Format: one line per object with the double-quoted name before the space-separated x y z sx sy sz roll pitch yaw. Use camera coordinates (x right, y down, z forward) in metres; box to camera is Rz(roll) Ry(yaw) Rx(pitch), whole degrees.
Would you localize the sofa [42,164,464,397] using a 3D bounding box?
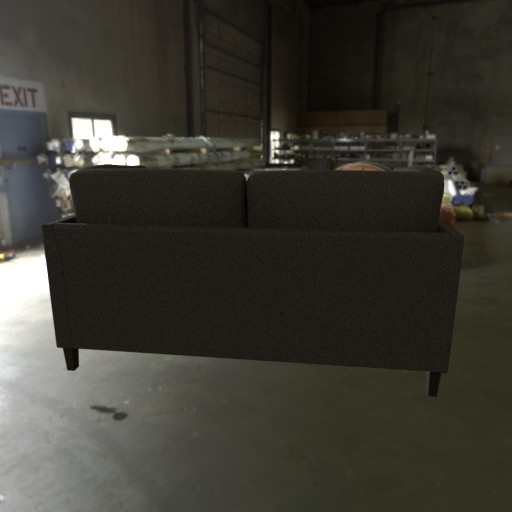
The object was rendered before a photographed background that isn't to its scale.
"sofa" 0.000 0.000 2.276 1.751 0.920 0.969 2 15 7
